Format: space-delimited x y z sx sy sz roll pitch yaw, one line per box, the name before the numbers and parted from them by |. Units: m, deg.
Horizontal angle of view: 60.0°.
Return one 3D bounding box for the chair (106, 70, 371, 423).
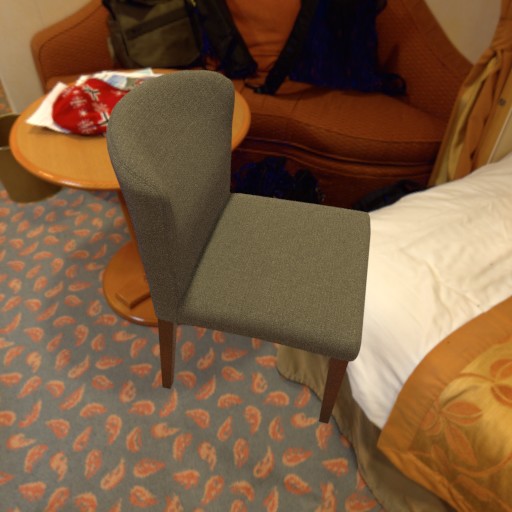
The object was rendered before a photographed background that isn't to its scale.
chair | 0.000 0.000 1.186 0.589 0.839 0.491 10 46 9
